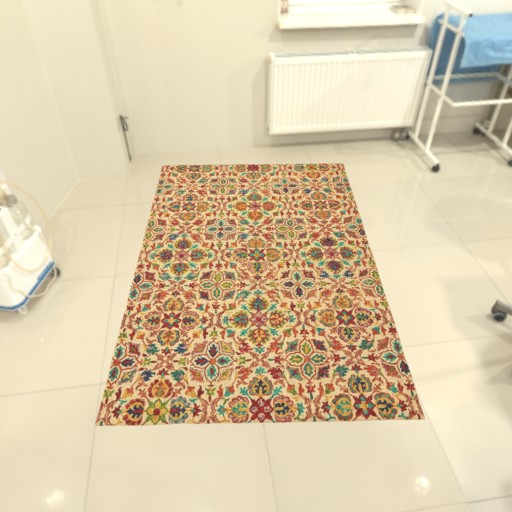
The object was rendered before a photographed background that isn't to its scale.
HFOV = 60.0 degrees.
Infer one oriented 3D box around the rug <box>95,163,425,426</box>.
[{"bbox_3d":[0.000,0.000,2.320,1.226,0.013,1.838,-1,42,-1],"label":"rug"}]
